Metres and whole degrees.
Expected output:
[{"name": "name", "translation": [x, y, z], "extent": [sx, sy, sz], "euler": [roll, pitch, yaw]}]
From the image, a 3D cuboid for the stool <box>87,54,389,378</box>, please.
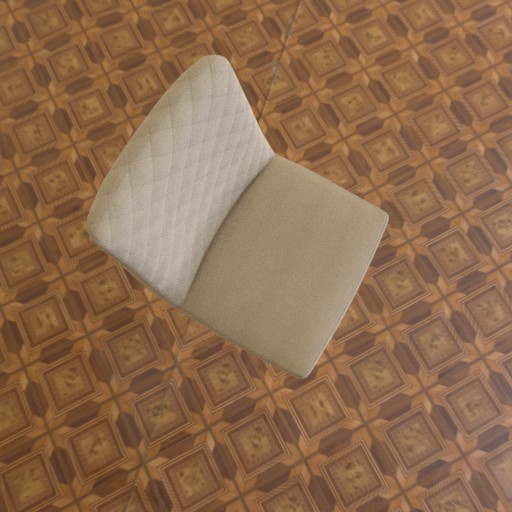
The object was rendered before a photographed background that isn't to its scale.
[{"name": "stool", "translation": [0.000, 0.000, 1.297], "extent": [0.576, 0.973, 0.507], "euler": [29, 78, 7]}]
